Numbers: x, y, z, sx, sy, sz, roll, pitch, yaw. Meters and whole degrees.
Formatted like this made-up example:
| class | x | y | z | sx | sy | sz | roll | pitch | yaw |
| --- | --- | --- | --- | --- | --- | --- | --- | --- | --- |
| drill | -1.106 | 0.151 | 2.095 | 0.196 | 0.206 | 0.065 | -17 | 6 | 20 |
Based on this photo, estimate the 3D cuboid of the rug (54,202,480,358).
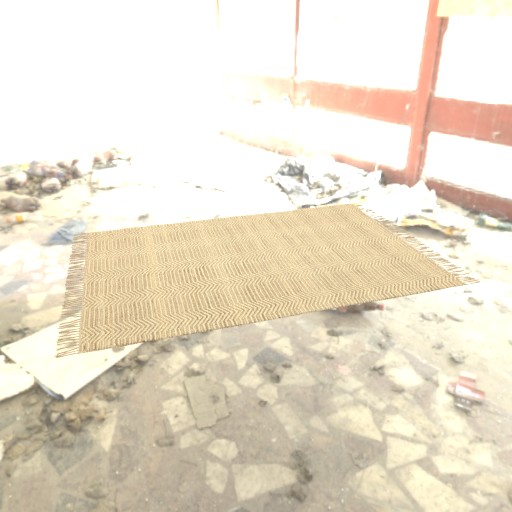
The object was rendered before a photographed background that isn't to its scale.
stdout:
| class | x | y | z | sx | sy | sz | roll | pitch | yaw |
| --- | --- | --- | --- | --- | --- | --- | --- | --- | --- |
| rug | 0.000 | 0.000 | 2.493 | 2.021 | 0.027 | 1.224 | -8 | 28 | -15 |
